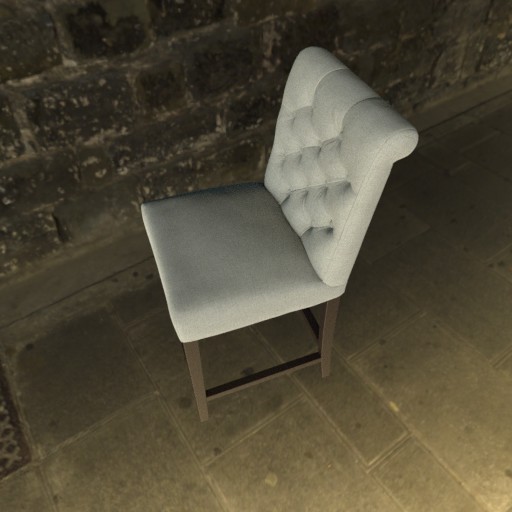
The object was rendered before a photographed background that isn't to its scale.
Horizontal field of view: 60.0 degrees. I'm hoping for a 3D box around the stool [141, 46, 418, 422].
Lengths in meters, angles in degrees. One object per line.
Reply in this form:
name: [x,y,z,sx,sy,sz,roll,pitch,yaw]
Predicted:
stool: [0.000,0.000,1.374,0.601,1.040,0.493,-15,49,-13]
